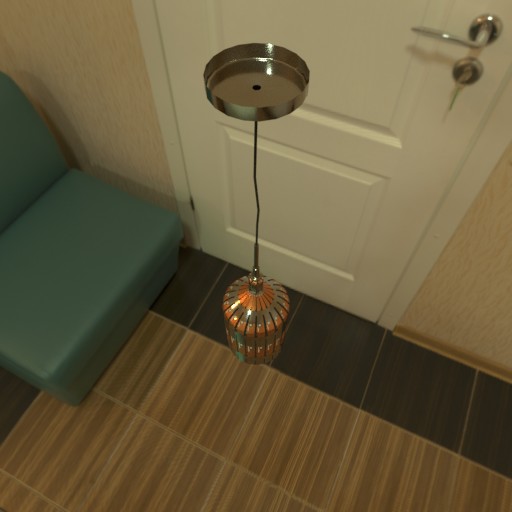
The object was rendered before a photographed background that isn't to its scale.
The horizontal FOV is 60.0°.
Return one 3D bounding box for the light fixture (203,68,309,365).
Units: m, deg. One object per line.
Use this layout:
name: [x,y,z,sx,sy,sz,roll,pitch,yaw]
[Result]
light fixture: [0.000,0.000,1.673,0.303,1.535,0.303,0,56,0]
